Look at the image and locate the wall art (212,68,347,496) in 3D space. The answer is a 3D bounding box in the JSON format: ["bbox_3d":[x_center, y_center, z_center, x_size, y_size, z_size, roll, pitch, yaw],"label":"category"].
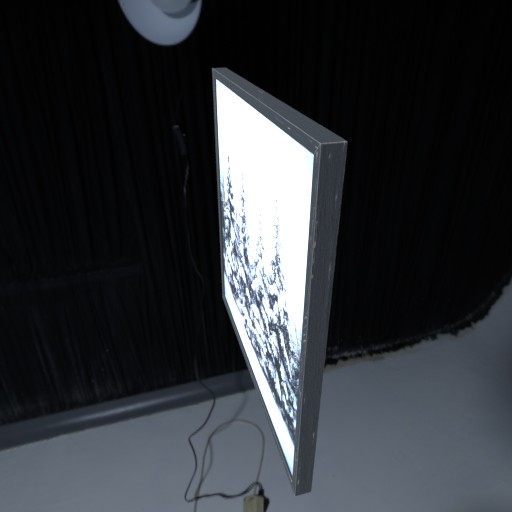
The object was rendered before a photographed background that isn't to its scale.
[{"bbox_3d":[0.000,0.000,1.080,0.037,0.761,0.761,-8,31,-13],"label":"wall art"}]
